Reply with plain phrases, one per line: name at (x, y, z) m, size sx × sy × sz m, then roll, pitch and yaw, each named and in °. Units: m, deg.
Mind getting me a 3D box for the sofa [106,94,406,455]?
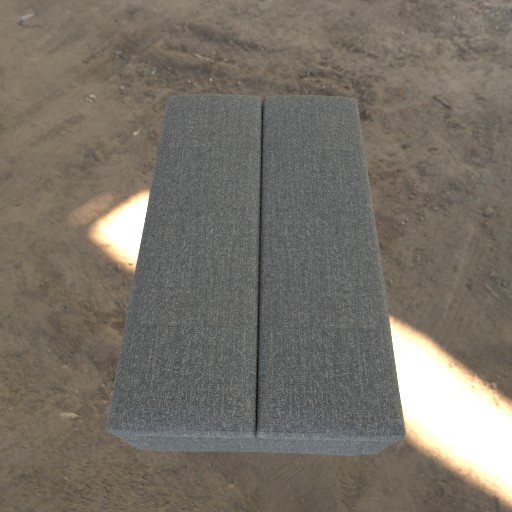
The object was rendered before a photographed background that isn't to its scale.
sofa at (0.000, 0.000, 1.522) m, size 0.782 × 0.417 × 1.198 m, roll 1°, pitch 58°, yaw 1°
